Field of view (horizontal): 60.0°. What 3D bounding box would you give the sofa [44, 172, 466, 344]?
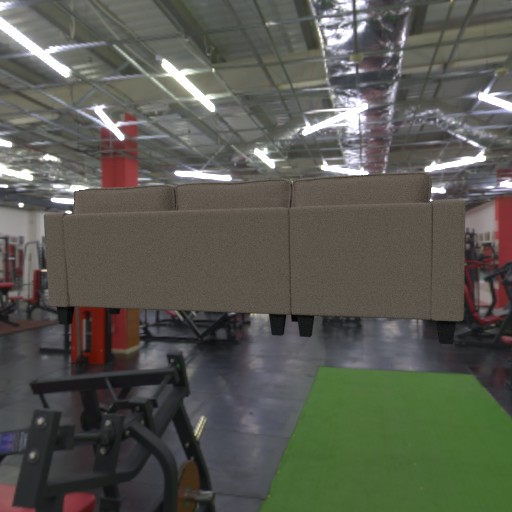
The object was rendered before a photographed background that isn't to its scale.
[{"bbox_3d":[0.000,0.000,3.182,2.561,0.928,1.294,0,0,16],"label":"sofa"}]
